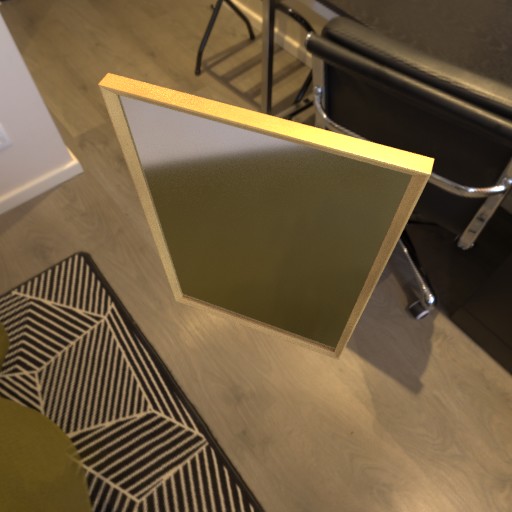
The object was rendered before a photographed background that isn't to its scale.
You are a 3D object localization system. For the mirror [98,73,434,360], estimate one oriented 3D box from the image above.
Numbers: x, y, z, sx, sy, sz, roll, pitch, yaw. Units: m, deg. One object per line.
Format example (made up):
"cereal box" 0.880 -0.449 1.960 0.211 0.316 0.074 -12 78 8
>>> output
"mirror" 0.000 0.000 1.159 0.609 0.915 0.041 18 60 11
